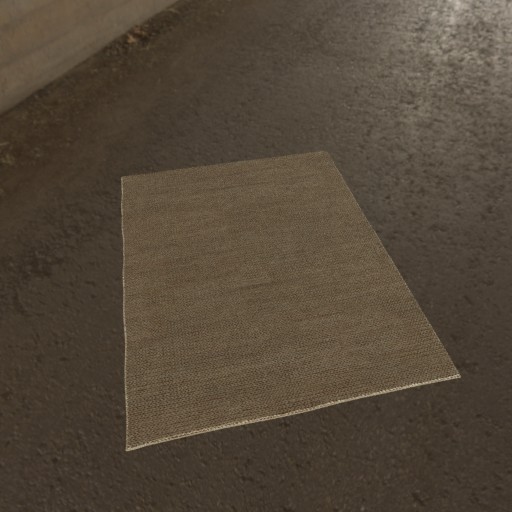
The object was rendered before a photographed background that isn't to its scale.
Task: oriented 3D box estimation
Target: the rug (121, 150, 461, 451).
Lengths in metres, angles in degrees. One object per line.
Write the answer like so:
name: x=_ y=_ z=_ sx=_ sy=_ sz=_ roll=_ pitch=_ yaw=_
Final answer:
rug: x=0.000 y=0.000 z=4.104 sx=2.429 sy=0.030 sz=3.052 roll=-9 pitch=47 yaw=-9
